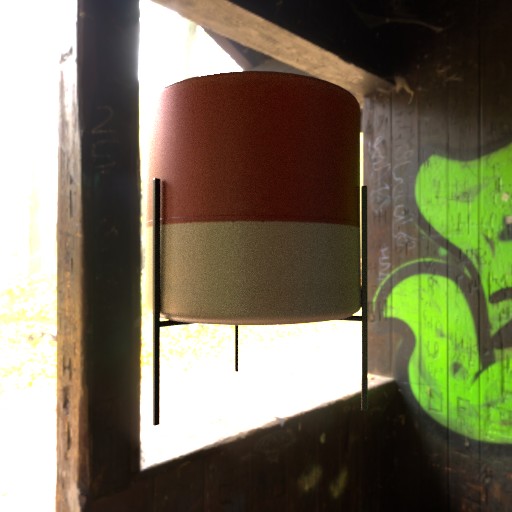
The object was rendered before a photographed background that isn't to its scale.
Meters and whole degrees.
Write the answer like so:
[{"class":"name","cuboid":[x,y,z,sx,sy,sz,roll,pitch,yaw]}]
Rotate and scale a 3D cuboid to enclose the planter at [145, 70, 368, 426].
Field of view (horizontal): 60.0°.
[{"class":"planter","cuboid":[0.000,0.000,0.724,0.354,0.465,0.345,0,-1,19]}]
